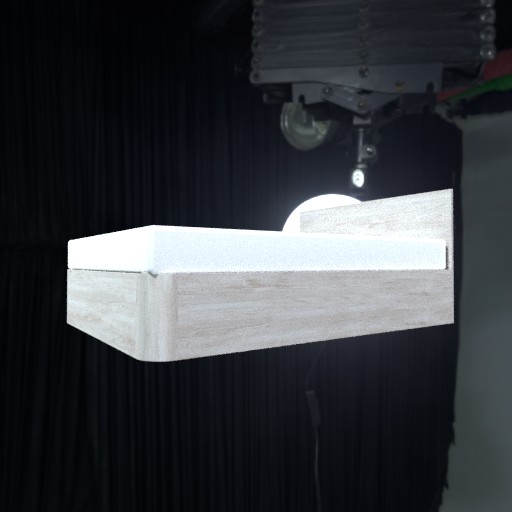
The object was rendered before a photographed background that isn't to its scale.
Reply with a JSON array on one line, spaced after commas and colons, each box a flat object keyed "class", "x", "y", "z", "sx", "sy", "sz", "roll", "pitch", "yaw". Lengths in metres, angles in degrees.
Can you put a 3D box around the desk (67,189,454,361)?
[{"class": "desk", "x": 0.000, "y": 0.000, "z": 2.688, "sx": 1.900, "sy": 0.800, "sz": 1.400, "roll": 1, "pitch": -1, "yaw": -35}]
